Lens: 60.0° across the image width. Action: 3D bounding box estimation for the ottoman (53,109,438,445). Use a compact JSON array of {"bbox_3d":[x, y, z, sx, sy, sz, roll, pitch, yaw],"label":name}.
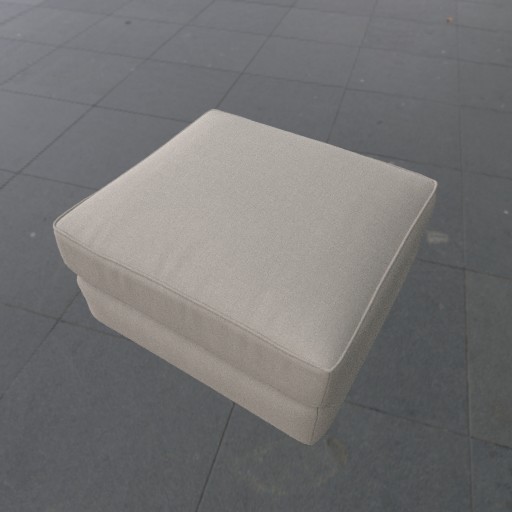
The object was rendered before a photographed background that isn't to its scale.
[{"bbox_3d":[0.000,0.000,1.169,0.716,0.505,0.662,24,51,21],"label":"ottoman"}]
